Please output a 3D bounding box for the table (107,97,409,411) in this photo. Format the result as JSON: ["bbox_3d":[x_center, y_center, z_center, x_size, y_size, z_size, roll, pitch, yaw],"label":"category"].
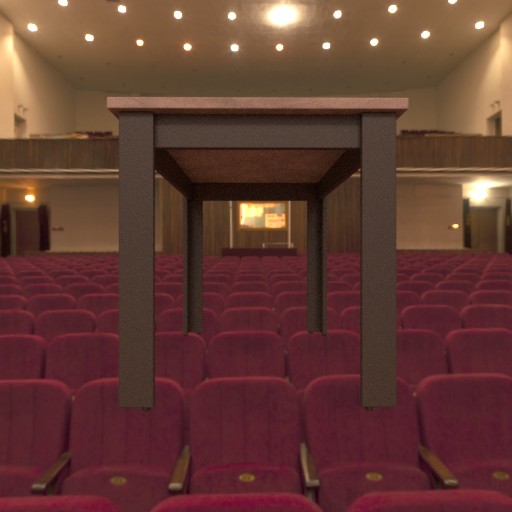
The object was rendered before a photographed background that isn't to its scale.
[{"bbox_3d":[0.000,0.000,1.576,0.700,0.734,1.100,0,0,-1],"label":"table"}]
